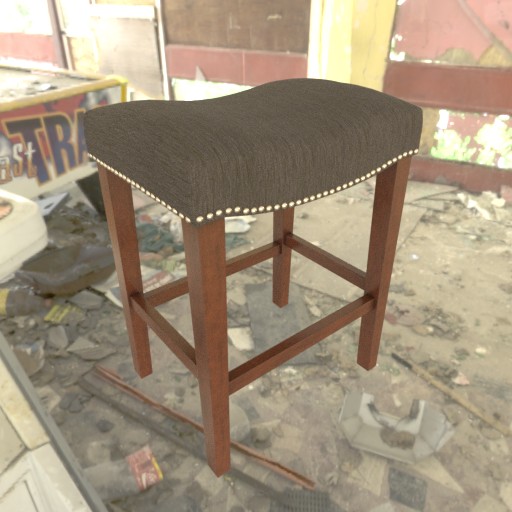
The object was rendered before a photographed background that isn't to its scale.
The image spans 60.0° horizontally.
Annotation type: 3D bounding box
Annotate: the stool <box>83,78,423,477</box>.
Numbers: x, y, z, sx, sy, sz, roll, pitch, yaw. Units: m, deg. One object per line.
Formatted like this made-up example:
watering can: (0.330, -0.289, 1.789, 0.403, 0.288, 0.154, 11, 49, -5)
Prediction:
stool: (0.000, 0.000, 0.937, 0.504, 0.654, 0.372, -22, 37, -32)
